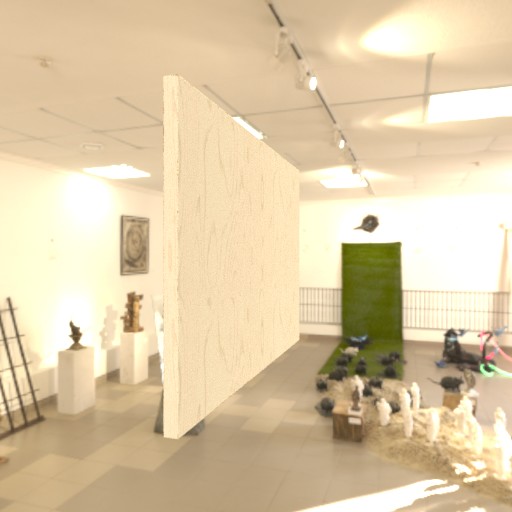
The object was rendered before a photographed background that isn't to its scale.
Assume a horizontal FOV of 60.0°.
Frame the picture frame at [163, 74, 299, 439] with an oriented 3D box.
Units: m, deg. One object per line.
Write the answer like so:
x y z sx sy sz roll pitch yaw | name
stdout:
0.000 0.000 1.232 0.029 0.640 0.950 0 0 18 | picture frame
